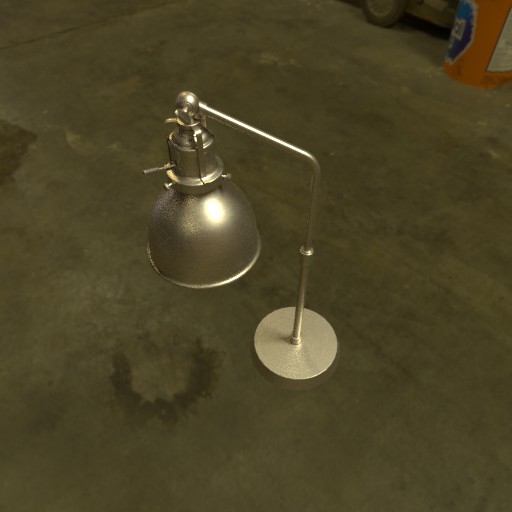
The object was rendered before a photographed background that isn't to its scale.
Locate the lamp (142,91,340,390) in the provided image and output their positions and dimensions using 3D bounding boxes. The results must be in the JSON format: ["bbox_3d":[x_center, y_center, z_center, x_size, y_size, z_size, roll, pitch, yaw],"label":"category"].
[{"bbox_3d":[0.000,0.000,0.592,0.286,0.456,0.153,4,48,3],"label":"lamp"}]
